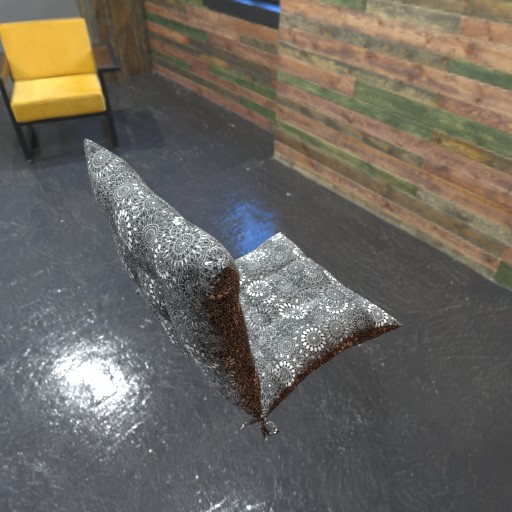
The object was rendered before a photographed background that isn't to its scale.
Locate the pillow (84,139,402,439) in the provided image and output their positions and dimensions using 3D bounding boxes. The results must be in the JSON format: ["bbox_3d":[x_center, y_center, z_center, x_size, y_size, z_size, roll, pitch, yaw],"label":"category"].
[{"bbox_3d":[0.000,0.000,1.033,0.585,0.536,0.541,-26,46,-28],"label":"pillow"}]
